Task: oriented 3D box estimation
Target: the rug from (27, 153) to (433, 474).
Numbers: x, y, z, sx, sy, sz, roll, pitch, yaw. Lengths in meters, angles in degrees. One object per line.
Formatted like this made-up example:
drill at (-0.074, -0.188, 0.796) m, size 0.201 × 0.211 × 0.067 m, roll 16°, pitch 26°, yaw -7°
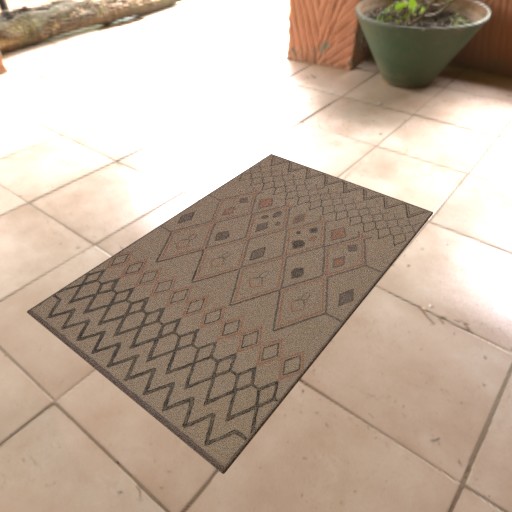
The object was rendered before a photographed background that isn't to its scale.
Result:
rug at (0.000, 0.000, 2.980) m, size 1.524 × 0.015 × 2.438 m, roll 27°, pitch 47°, yaw 27°
